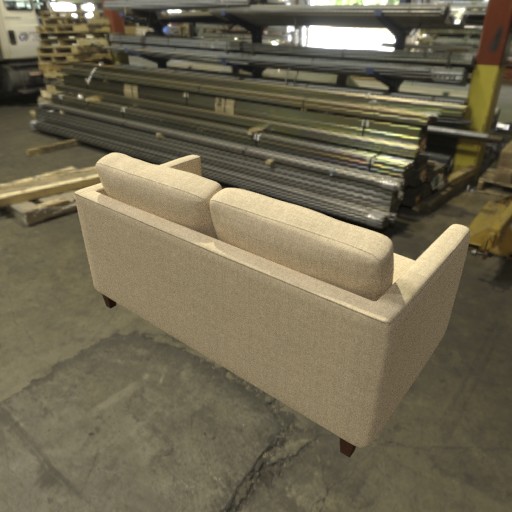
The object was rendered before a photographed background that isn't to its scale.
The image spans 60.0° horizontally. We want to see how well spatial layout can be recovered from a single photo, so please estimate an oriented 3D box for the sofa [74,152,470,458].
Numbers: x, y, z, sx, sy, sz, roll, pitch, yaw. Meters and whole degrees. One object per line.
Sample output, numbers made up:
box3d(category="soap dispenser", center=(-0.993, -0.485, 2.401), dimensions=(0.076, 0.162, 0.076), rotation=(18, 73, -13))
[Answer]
box3d(category="sofa", center=(0.000, 0.000, 2.385), dimensions=(1.884, 0.963, 0.950), rotation=(22, 36, 33))
